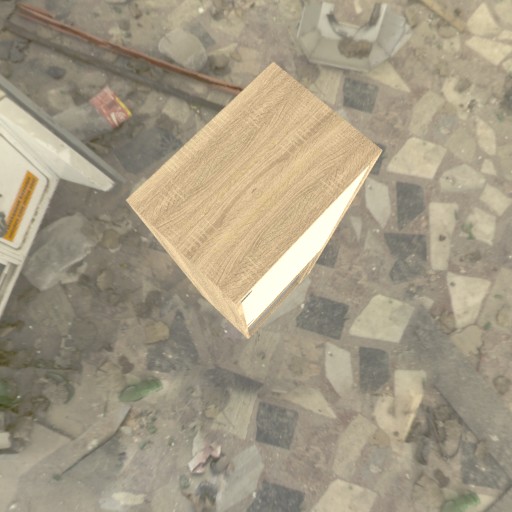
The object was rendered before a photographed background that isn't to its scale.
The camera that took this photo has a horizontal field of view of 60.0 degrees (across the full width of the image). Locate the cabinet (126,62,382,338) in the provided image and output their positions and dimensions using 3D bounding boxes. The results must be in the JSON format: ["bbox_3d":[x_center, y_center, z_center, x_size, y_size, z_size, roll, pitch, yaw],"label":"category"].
[{"bbox_3d":[0.000,0.000,2.076,0.400,1.850,0.570,42,80,9],"label":"cabinet"}]
